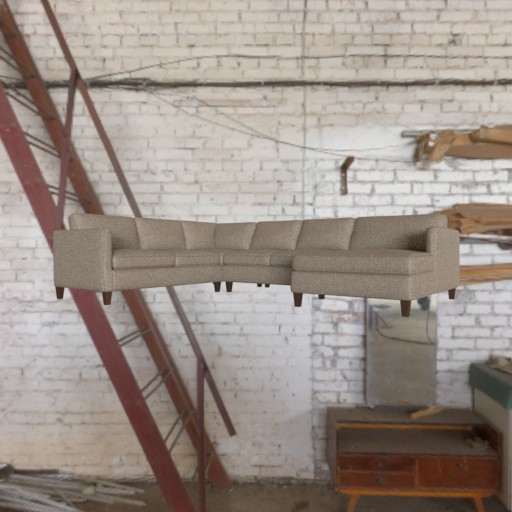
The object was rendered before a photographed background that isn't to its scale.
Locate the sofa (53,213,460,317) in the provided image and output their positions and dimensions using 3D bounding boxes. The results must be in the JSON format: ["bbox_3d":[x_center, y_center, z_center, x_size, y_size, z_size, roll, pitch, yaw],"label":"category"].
[{"bbox_3d":[0.000,0.000,4.554,3.403,0.889,2.551,1,1,37],"label":"sofa"}]
